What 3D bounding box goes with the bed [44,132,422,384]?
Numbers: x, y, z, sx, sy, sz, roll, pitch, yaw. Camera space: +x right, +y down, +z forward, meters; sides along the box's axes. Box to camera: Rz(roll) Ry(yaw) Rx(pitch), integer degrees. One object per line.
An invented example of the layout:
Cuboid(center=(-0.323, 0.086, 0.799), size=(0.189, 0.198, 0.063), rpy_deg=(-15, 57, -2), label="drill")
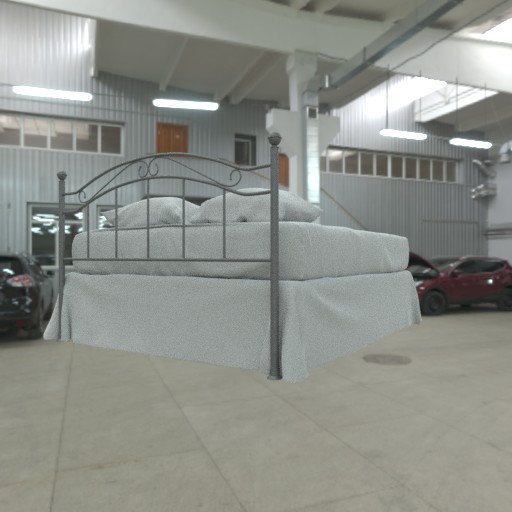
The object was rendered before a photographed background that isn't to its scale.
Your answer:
Cuboid(center=(0.000, 0.000, 3.262), size=(1.936, 1.080, 2.215), rpy_deg=(0, 0, 34), label="bed")
